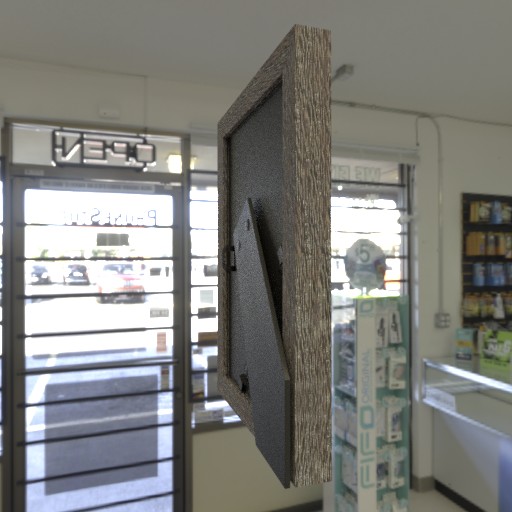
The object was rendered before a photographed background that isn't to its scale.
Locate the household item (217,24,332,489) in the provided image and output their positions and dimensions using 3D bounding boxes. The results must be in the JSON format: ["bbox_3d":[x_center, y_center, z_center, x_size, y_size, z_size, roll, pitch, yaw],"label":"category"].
[{"bbox_3d":[0.000,0.000,0.237,0.020,0.180,0.133,0,0,-18],"label":"household item"}]
